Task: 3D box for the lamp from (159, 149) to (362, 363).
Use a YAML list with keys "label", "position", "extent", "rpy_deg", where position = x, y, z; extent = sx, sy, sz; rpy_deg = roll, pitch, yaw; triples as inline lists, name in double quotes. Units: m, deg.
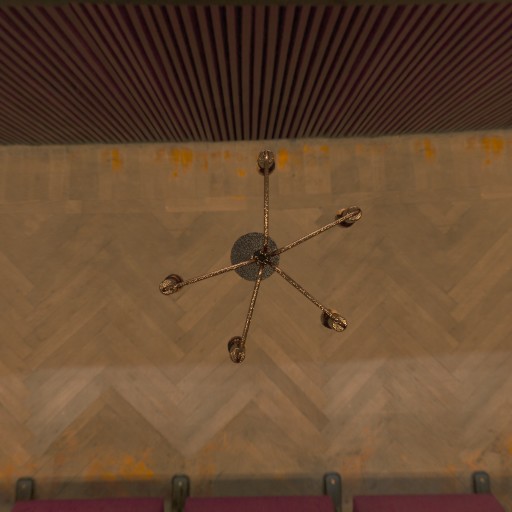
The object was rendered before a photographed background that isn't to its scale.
- label: "lamp"
  position: [0.000, 0.000, 1.962]
  extent: [0.572, 1.721, 0.599]
  rpy_deg: [0, 90, -1]
